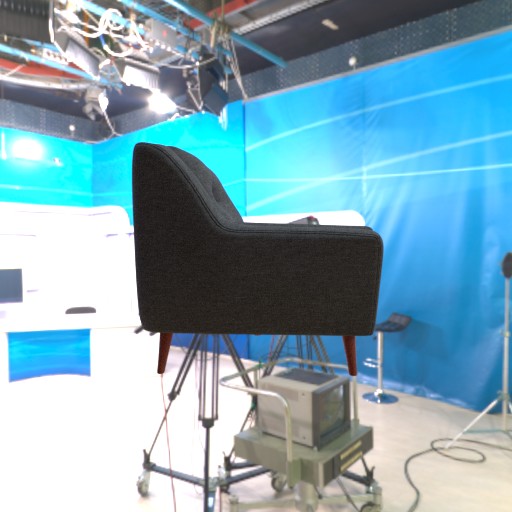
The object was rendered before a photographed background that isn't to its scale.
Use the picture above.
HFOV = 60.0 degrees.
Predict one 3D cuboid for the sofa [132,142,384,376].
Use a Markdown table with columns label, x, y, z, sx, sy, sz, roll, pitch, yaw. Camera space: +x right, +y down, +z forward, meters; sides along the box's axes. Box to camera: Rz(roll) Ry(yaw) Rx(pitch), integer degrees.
| label | x | y | z | sx | sy | sz | roll | pitch | yaw |
| --- | --- | --- | --- | --- | --- | --- | --- | --- | --- |
| sofa | 0.000 | 0.000 | 2.490 | 0.975 | 0.896 | 1.929 | 0 | 1 | -1 |
